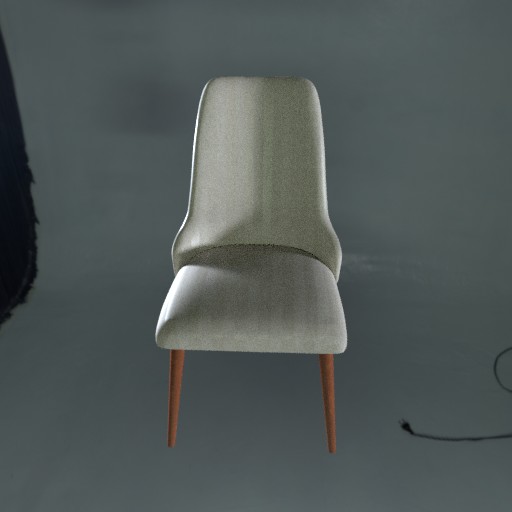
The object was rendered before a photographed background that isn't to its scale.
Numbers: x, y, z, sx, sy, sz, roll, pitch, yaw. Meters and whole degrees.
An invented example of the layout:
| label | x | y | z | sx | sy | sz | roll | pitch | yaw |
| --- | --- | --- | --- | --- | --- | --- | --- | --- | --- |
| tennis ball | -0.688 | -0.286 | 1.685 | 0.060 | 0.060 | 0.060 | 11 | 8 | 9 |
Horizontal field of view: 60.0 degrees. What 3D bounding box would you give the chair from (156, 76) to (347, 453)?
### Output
| label | x | y | z | sx | sy | sz | roll | pitch | yaw |
| --- | --- | --- | --- | --- | --- | --- | --- | --- | --- |
| chair | 0.000 | 0.000 | 1.347 | 0.526 | 0.917 | 0.684 | 1 | 32 | 2 |
